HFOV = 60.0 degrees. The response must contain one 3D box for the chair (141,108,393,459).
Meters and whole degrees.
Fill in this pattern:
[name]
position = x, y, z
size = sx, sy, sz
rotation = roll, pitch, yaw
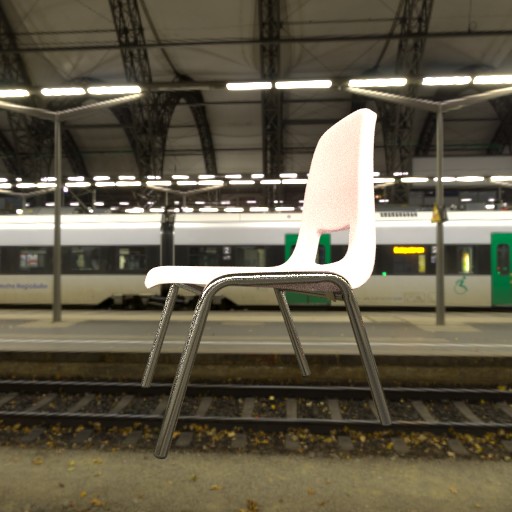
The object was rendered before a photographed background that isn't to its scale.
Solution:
[chair]
position = 0.000, 0.000, 0.799
size = 0.385, 0.537, 0.354
rotation = 0, -1, -17
